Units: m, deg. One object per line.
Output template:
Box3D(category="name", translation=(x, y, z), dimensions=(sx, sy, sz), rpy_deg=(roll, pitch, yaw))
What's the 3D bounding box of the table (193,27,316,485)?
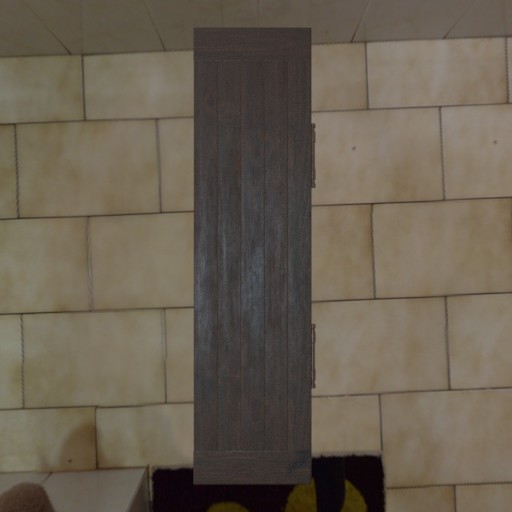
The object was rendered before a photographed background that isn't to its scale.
Box3D(category="table", translation=(0.000, 0.000, 1.926), dimensions=(0.442, 0.762, 1.599), rpy_deg=(0, 90, 0))
